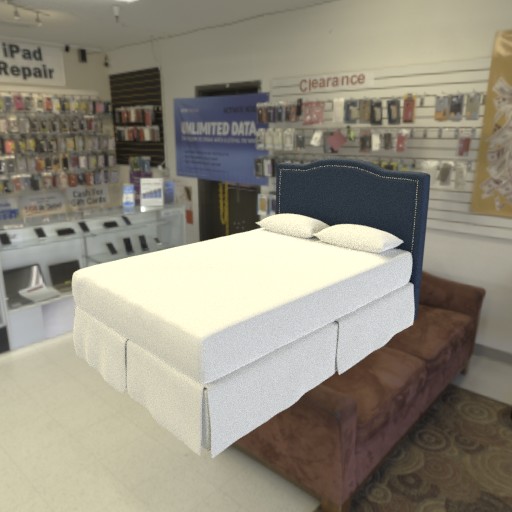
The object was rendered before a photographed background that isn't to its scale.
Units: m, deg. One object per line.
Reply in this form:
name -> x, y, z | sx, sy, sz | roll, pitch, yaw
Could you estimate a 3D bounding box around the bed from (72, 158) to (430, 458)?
bed -> 0.000, 0.000, 3.585 | 1.741, 1.441, 2.507 | 15, 22, 43
